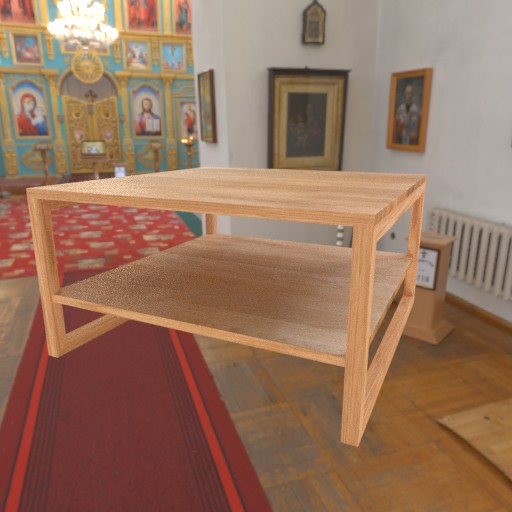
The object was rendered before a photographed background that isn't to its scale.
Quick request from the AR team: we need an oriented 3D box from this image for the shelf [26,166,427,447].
[{"bbox_3d":[0.000,0.000,1.419,0.899,0.480,0.899,7,17,25],"label":"shelf"}]
